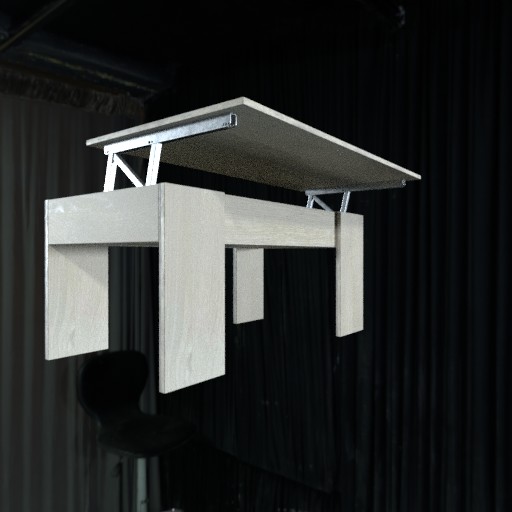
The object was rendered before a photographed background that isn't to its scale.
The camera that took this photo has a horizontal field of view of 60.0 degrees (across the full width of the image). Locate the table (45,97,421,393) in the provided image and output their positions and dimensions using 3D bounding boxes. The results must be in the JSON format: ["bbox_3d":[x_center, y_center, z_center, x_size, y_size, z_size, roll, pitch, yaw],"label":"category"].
[{"bbox_3d":[0.000,0.000,1.398,0.711,0.570,1.000,0,0,37],"label":"table"}]
